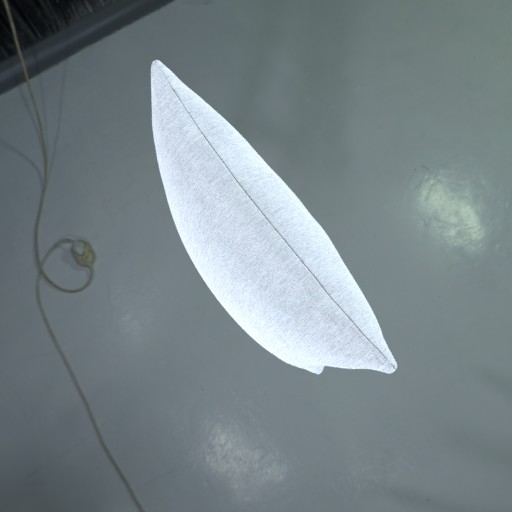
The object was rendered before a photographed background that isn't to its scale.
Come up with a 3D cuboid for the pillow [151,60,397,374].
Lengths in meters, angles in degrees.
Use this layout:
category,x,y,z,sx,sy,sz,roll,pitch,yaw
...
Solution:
category,x,y,z,sx,sy,sz,roll,pitch,yaw
pillow,0.000,0.000,0.681,0.173,0.436,0.433,-35,79,-8
